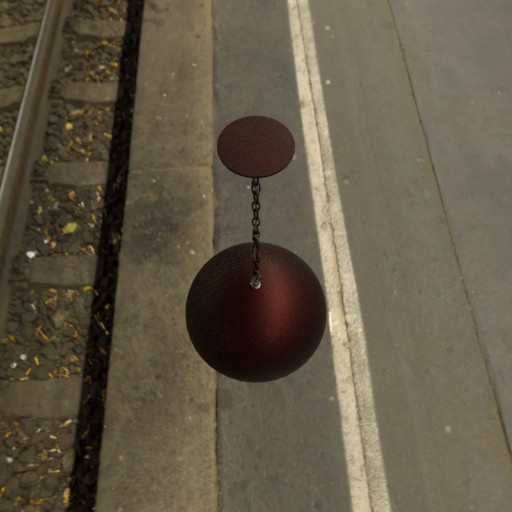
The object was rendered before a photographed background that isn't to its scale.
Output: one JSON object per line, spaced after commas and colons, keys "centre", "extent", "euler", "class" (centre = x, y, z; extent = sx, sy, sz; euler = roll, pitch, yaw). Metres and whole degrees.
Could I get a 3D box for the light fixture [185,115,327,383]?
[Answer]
{"centre": [0.000, 0.000, 1.172], "extent": [0.492, 0.869, 0.492], "euler": [-22, 65, -11], "class": "light fixture"}
